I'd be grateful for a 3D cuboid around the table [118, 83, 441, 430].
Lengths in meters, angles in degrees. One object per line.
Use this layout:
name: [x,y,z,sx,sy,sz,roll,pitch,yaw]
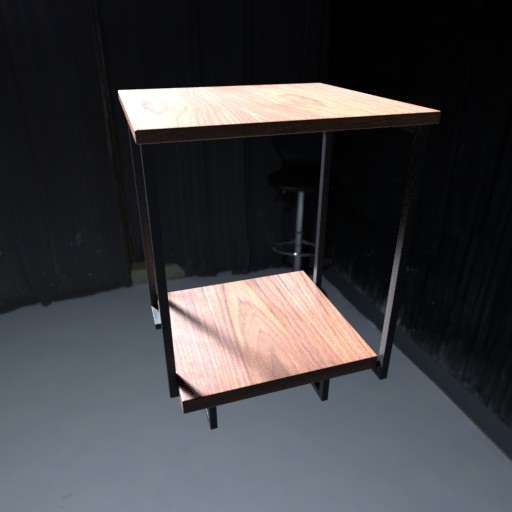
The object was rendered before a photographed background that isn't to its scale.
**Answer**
table: [0.000,0.000,0.842,0.411,0.567,0.384,-8,28,-16]
